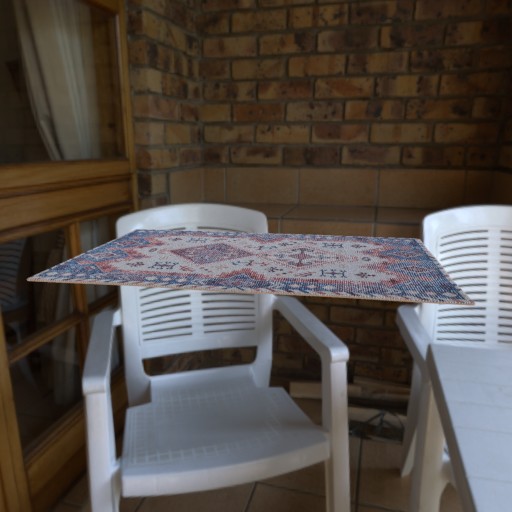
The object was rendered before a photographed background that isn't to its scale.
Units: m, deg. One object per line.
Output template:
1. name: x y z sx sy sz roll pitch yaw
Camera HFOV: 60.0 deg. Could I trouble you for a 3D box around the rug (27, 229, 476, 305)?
1. rug: 0.000 0.000 3.105 2.464 0.023 1.521 2 15 9
